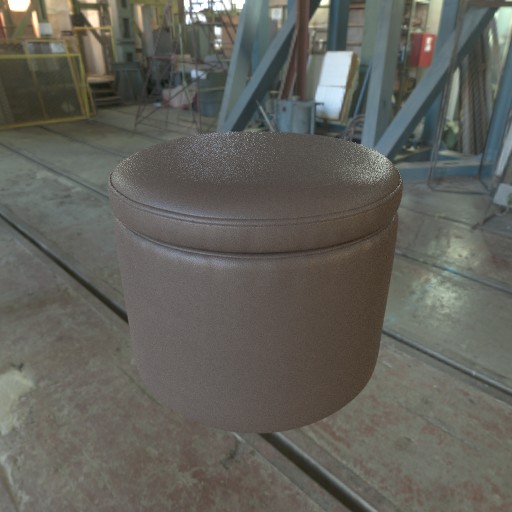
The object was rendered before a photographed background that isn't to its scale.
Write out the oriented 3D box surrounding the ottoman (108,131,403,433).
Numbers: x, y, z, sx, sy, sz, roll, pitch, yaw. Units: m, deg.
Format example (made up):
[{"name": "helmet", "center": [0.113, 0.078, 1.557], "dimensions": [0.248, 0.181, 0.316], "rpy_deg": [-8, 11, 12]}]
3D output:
[{"name": "ottoman", "center": [0.000, 0.000, 0.848], "dimensions": [0.500, 0.409, 0.500], "rpy_deg": [0, 26, 0]}]
